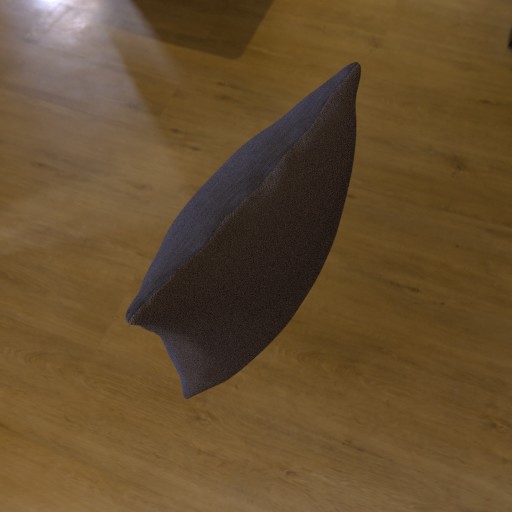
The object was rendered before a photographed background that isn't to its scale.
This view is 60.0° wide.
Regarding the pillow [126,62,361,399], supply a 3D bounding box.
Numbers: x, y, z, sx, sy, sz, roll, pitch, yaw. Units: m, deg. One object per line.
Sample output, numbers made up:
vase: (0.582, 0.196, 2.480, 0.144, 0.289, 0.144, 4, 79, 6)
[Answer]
pillow: (0.000, 0.000, 0.705, 0.204, 0.439, 0.452, 33, 68, 15)
